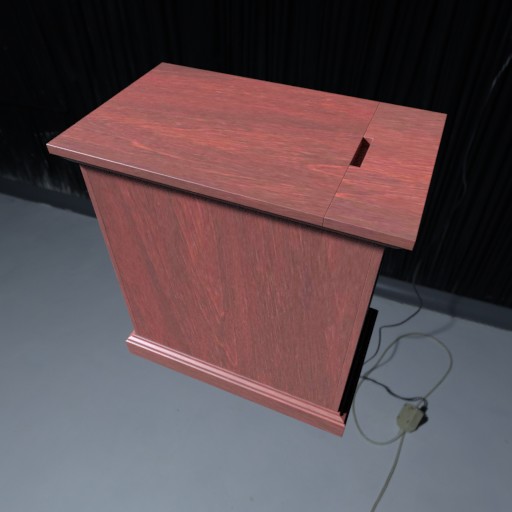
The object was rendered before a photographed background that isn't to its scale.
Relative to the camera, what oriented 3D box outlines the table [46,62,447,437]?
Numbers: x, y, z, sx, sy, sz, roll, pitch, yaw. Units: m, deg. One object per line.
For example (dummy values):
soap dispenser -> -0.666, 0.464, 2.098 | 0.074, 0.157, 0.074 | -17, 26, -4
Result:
table -> 0.000, 0.000, 0.967 | 0.584, 0.612, 0.356 | 17, 48, 16
